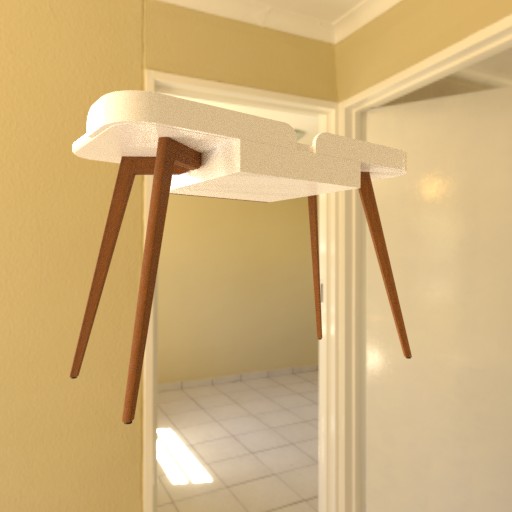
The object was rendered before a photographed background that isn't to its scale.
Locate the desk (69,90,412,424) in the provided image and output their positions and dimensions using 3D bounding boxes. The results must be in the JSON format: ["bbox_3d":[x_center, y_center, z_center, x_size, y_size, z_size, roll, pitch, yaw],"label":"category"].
[{"bbox_3d":[0.000,0.000,1.605,1.206,0.807,0.534,0,0,-37],"label":"desk"}]
